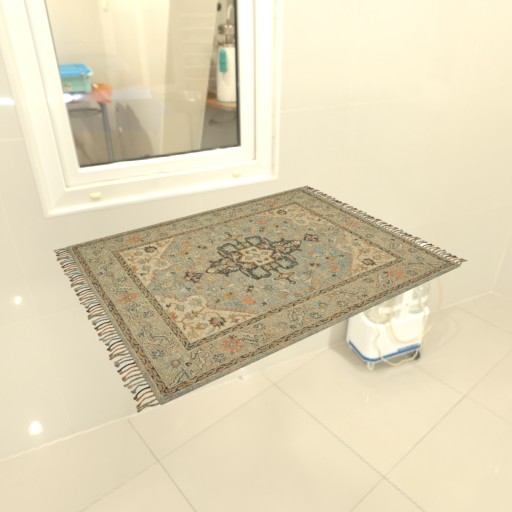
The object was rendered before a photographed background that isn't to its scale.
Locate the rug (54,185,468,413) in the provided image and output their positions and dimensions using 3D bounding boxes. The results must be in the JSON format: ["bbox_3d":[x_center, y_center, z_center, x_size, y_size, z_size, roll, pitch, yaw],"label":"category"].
[{"bbox_3d":[0.000,0.000,2.279,1.730,0.009,1.278,-18,35,-29],"label":"rug"}]
